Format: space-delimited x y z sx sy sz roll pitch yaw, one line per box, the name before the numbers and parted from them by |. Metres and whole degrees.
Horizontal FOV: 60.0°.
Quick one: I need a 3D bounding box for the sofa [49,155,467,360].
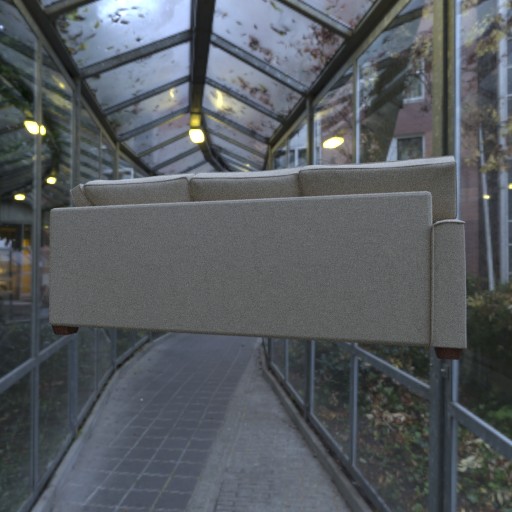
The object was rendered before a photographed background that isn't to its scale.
sofa | 0.000 0.000 2.813 2.317 0.962 1.061 0 -1 18
